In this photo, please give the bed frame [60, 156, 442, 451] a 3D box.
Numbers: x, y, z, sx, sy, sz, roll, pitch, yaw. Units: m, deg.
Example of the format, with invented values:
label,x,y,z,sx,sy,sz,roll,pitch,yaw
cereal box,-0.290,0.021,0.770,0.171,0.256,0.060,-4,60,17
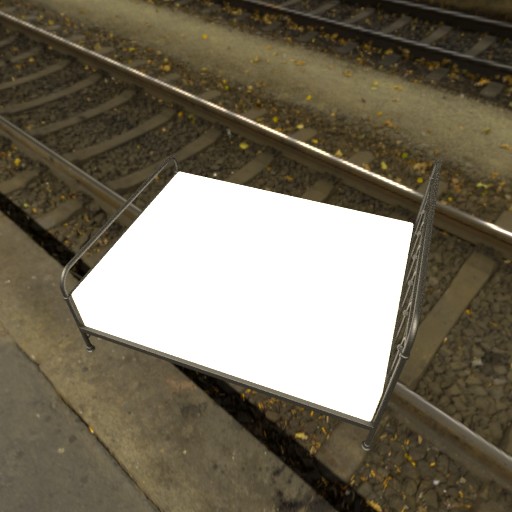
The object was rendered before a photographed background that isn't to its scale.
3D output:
label,x,y,z,sx,sy,sz,roll,pitch,yaw
bed frame,0.000,0.000,3.248,2.203,1.276,1.664,15,46,14
